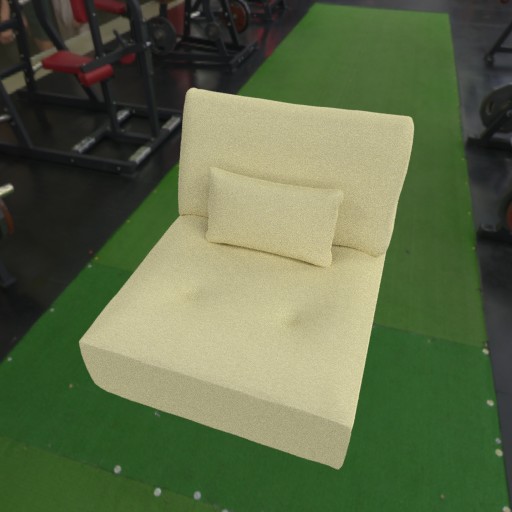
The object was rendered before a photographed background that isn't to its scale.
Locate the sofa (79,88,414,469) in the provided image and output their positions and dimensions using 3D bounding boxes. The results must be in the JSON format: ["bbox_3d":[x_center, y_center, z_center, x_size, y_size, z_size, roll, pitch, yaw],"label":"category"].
[{"bbox_3d":[0.000,0.000,1.646,0.930,0.820,1.000,13,43,14],"label":"sofa"}]
